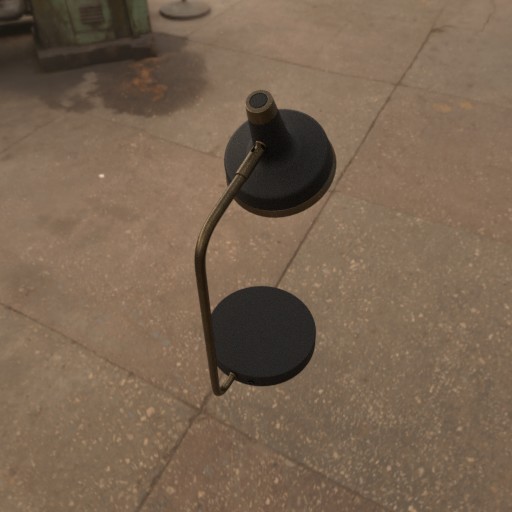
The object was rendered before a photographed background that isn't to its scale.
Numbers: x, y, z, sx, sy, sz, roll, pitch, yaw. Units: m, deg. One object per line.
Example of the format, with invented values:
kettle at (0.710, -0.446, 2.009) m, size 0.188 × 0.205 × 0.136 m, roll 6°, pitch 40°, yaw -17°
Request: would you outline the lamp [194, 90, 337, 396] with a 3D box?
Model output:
lamp at (0.000, 0.000, 0.516) m, size 0.162 × 0.385 × 0.218 m, roll 22°, pitch 51°, yaw 20°
